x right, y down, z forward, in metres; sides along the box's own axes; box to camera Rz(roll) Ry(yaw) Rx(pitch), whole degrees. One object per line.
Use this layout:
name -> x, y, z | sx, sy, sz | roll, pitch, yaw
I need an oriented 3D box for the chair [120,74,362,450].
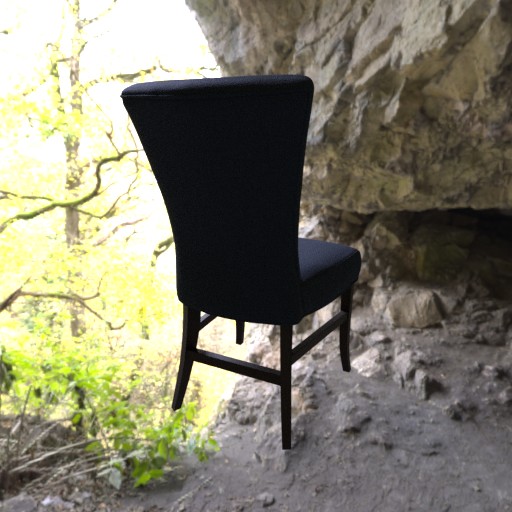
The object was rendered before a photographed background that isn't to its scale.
chair -> 0.000, 0.000, 1.380 | 0.520, 0.991, 0.660 | 8, 19, 26
